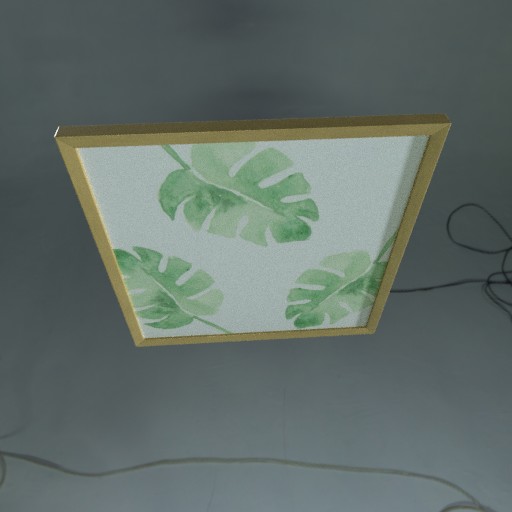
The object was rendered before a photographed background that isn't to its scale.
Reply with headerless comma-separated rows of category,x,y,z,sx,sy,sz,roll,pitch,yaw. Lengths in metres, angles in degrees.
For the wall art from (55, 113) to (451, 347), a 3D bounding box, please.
wall art,0.000,0.000,1.145,0.763,0.763,0.037,-3,48,-2
